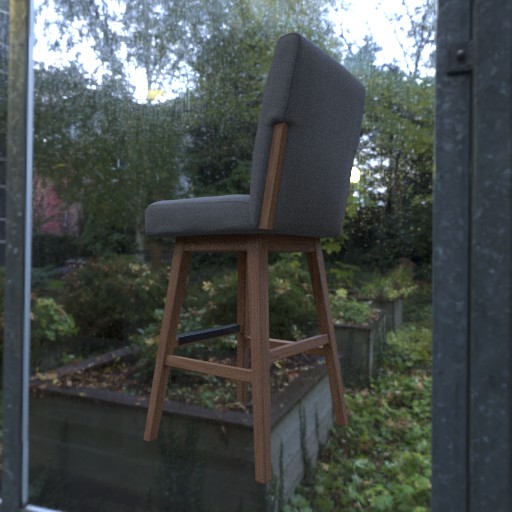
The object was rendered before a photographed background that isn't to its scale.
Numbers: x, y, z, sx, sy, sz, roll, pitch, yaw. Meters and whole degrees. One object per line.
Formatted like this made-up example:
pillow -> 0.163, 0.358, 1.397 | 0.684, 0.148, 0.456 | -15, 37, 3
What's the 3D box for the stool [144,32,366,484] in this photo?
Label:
stool -> 0.000, 0.000, 1.389 | 0.570, 1.112, 0.483 | 0, 0, 36
